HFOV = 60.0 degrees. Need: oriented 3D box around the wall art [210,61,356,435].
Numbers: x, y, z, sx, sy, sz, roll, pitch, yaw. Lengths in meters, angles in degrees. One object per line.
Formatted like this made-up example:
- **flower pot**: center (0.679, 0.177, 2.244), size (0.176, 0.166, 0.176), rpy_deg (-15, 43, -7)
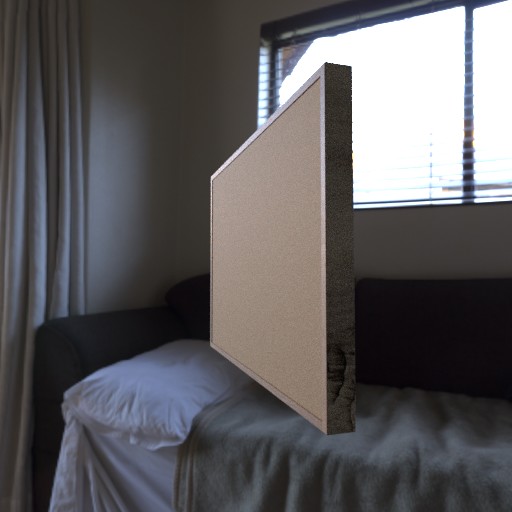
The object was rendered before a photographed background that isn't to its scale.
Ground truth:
- **wall art**: center (0.000, 0.000, 0.778), size (0.035, 0.407, 0.613), rpy_deg (1, -2, -18)
